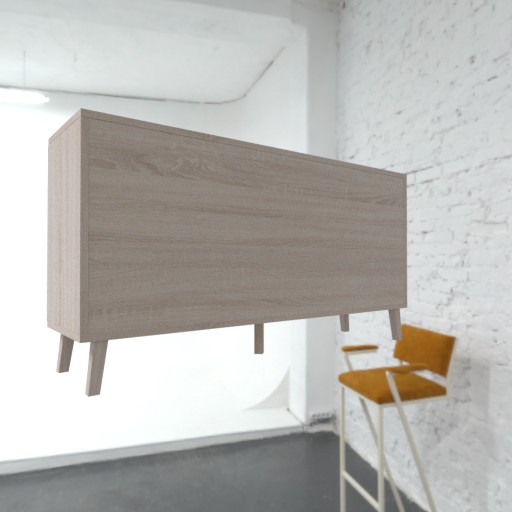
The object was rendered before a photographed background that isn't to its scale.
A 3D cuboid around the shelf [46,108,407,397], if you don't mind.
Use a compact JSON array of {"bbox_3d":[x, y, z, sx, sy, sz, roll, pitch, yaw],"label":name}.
[{"bbox_3d":[0.000,0.000,1.796,1.490,0.780,0.400,1,-1,-37],"label":"shelf"}]
